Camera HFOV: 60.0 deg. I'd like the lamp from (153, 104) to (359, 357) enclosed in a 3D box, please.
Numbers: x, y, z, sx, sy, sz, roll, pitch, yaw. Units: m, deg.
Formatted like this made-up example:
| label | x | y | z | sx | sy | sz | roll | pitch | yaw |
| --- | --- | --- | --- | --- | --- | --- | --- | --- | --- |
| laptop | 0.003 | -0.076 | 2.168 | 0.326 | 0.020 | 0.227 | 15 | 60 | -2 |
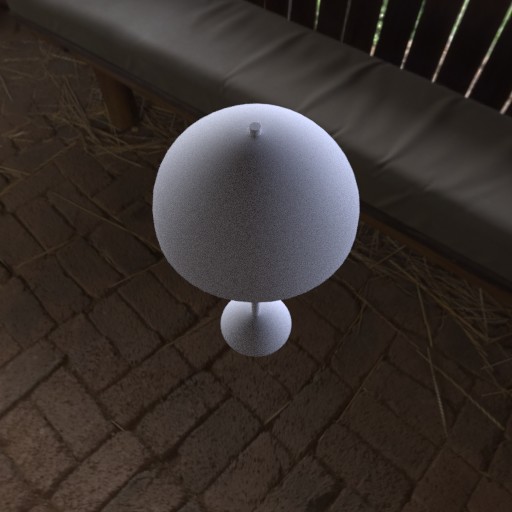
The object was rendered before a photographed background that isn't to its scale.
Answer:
| label | x | y | z | sx | sy | sz | roll | pitch | yaw |
| --- | --- | --- | --- | --- | --- | --- | --- | --- | --- |
| lamp | 0.000 | 0.000 | 0.438 | 0.171 | 0.330 | 0.171 | 0 | 58 | 0 |
